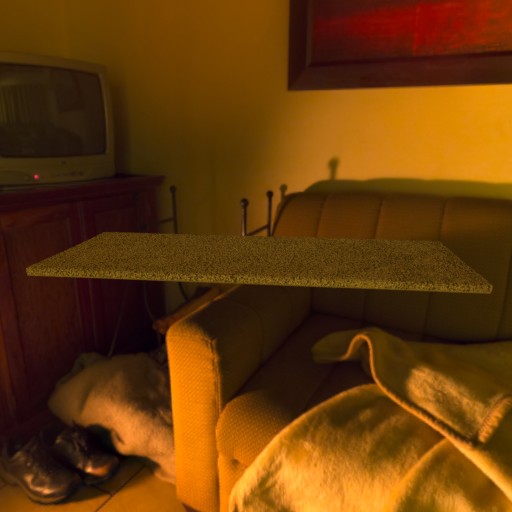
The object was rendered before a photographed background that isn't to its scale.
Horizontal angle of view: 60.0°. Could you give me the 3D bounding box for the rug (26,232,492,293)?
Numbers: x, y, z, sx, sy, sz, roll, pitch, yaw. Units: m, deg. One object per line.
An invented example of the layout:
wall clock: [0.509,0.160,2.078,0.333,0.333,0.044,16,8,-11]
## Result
rug: [0.000,0.000,1.720,1.524,0.030,0.609,2,15,7]
